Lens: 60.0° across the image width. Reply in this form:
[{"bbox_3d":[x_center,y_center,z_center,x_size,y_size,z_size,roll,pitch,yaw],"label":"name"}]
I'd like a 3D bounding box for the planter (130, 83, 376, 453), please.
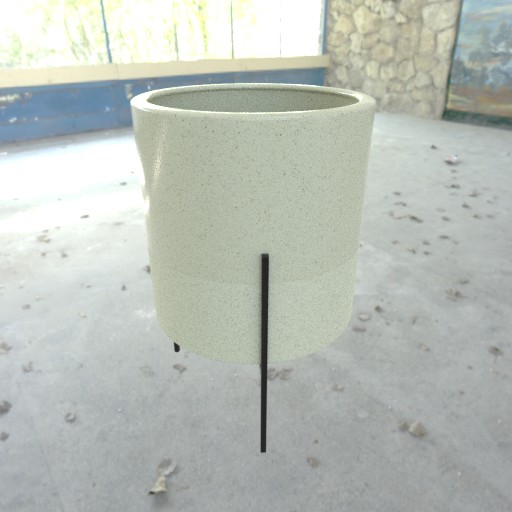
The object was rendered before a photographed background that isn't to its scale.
[{"bbox_3d":[0.000,0.000,0.691,0.323,0.475,0.314,-18,32,-31],"label":"planter"}]
